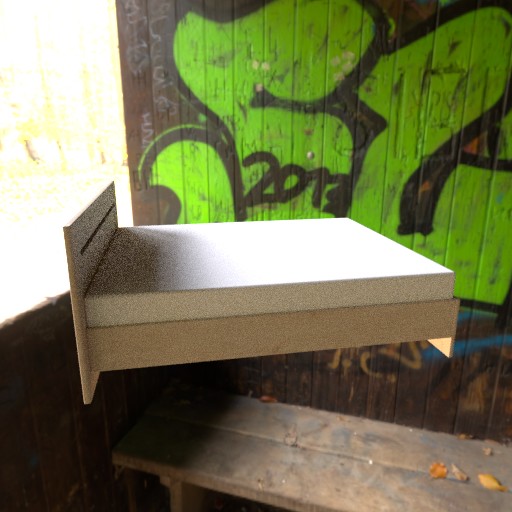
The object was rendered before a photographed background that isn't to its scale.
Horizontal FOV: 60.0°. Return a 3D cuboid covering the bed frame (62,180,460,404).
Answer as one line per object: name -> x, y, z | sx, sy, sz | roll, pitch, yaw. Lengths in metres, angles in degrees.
bed frame -> 0.000, 0.000, 3.108 | 2.080, 0.900, 1.800 | -3, 17, -10
